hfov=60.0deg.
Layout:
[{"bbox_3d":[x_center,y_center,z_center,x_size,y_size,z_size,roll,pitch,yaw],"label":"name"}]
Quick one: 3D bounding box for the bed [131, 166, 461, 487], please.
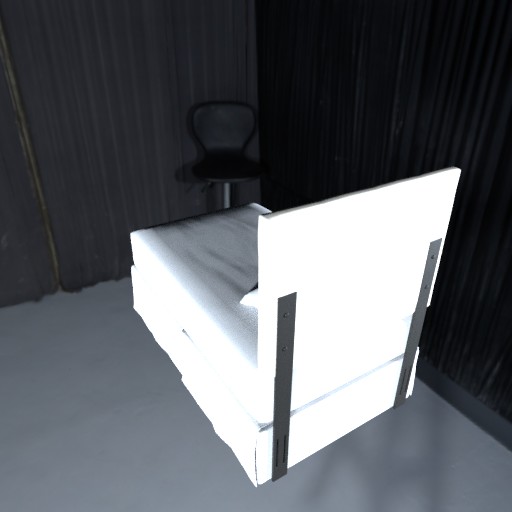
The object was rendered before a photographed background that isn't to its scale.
[{"bbox_3d":[0.000,0.000,2.990,1.261,1.571,1.997,-17,33,-28],"label":"bed"}]
